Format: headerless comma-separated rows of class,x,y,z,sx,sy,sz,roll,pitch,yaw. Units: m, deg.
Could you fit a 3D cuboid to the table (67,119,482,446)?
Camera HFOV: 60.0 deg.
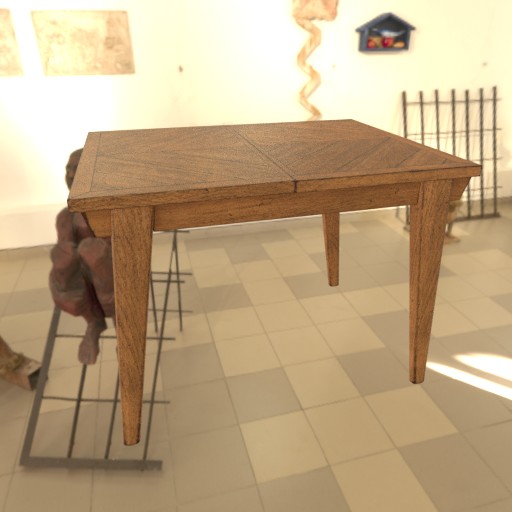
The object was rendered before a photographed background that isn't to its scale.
table,0.000,0.000,1.539,1.027,0.760,0.757,-7,27,-14
